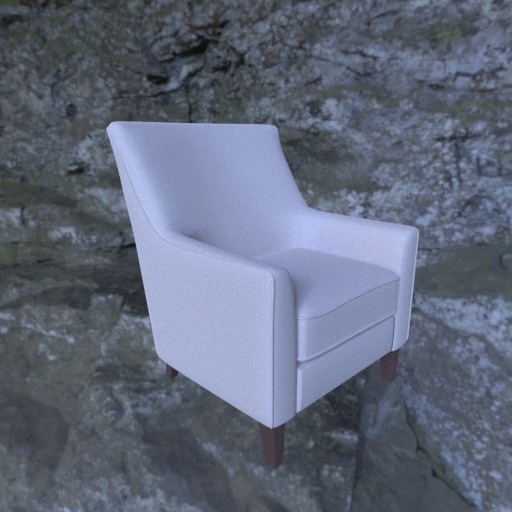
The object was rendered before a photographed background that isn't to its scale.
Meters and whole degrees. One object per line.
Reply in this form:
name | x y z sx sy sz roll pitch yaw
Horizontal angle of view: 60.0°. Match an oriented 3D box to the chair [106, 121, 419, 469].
chair | 0.000 0.000 1.577 0.756 0.916 0.879 -15 21 -42
